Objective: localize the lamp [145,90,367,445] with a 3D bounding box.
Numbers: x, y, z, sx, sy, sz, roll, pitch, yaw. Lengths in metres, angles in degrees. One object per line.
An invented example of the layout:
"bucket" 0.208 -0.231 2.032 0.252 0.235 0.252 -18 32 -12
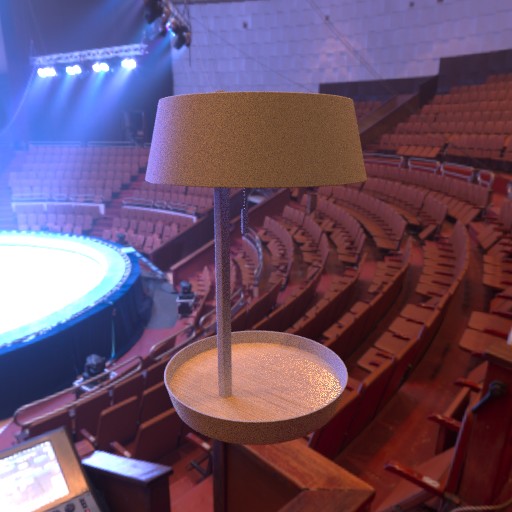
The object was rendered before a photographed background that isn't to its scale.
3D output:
"lamp" 0.000 0.000 0.625 0.291 0.429 0.291 0 14 0
